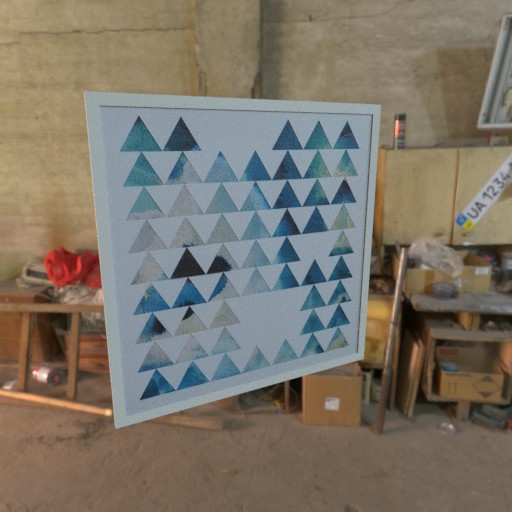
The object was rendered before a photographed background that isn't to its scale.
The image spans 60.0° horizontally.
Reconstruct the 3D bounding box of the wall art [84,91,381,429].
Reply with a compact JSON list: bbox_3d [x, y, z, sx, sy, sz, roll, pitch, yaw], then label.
[{"bbox_3d":[0.000,0.000,1.210,0.809,0.809,0.012,-8,17,-26],"label":"wall art"}]
